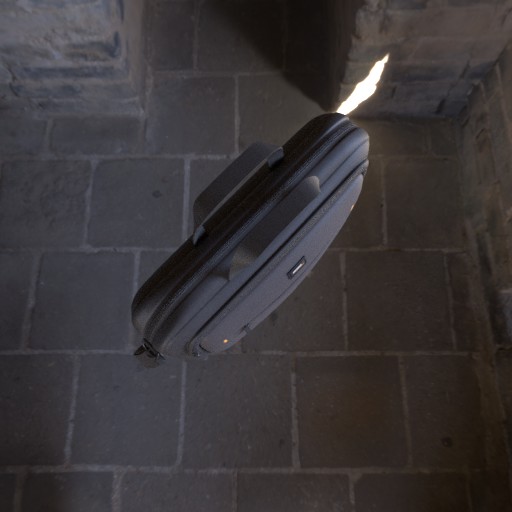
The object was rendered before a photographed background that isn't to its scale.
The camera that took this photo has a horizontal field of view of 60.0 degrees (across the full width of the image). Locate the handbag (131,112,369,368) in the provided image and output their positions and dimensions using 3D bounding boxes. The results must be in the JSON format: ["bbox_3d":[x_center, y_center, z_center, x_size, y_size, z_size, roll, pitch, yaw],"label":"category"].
[{"bbox_3d":[0.000,0.000,0.574,0.126,0.330,0.429,42,80,10],"label":"handbag"}]
